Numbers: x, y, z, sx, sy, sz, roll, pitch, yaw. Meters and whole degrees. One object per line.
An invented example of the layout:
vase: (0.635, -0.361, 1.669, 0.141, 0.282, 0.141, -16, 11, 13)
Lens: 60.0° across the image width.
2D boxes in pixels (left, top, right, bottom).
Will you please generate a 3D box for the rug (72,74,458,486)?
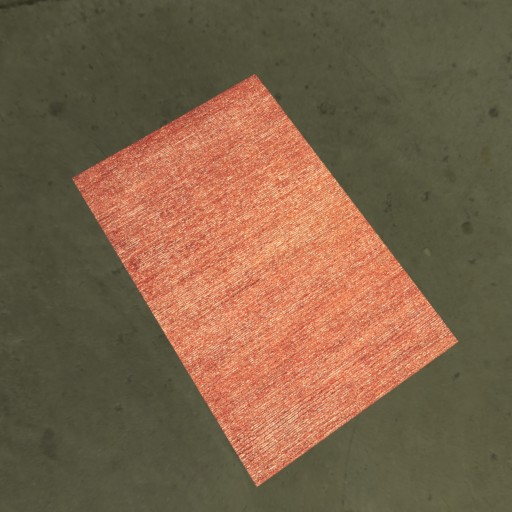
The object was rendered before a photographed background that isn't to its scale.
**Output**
rug: (0.000, 0.000, 2.196, 1.139, 0.011, 1.747, -32, 78, -8)
